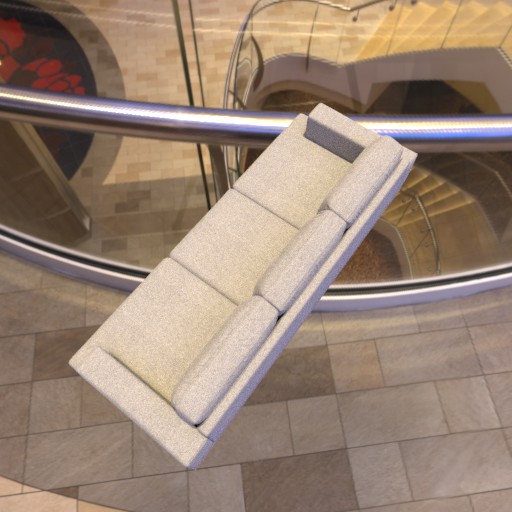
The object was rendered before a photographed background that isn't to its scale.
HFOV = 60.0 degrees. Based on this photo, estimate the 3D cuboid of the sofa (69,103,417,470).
[{"bbox_3d":[0.000,0.000,2.735,0.920,0.810,2.310,34,68,15],"label":"sofa"}]
